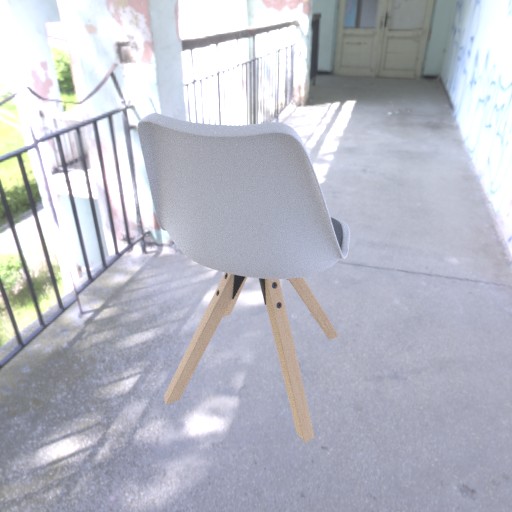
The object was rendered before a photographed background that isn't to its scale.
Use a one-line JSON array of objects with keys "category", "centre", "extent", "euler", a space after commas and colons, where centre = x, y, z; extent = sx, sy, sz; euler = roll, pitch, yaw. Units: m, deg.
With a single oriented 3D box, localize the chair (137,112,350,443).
[{"category": "chair", "centre": [0.000, 0.000, 1.204], "extent": [0.485, 0.850, 0.550], "euler": [9, 32, 15]}]
